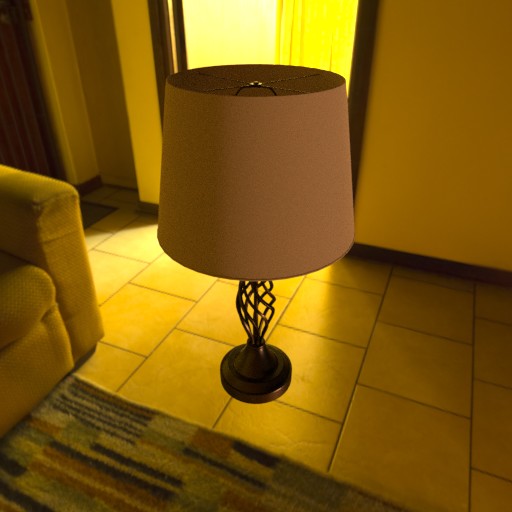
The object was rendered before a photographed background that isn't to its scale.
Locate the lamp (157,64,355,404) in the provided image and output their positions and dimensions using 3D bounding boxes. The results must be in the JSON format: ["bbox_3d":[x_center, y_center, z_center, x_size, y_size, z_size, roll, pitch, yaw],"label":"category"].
[{"bbox_3d":[0.000,0.000,0.784,0.331,0.594,0.331,0,31,0],"label":"lamp"}]
